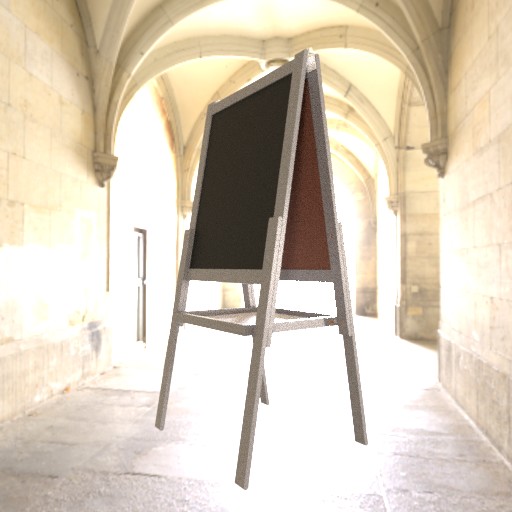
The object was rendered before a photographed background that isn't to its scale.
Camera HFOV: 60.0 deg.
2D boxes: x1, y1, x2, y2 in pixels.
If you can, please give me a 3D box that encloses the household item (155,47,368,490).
[{"bbox_3d":[0.000,0.000,1.456,0.469,1.172,0.531,1,-2,-36],"label":"household item"}]
